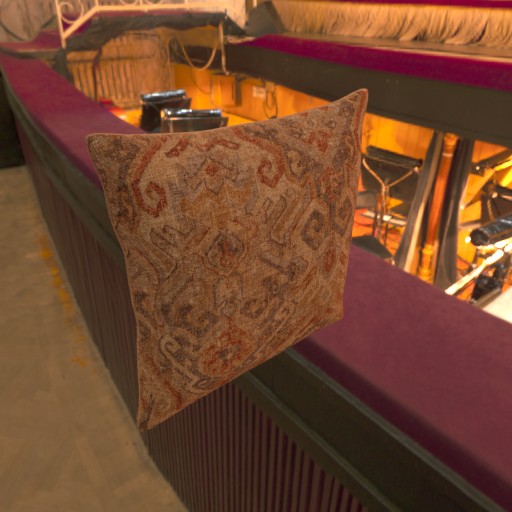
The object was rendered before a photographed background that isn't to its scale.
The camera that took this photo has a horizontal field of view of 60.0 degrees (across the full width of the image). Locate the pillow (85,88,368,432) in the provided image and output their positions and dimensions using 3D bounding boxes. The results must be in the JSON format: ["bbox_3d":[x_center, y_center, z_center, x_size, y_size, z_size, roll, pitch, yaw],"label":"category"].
[{"bbox_3d":[0.000,0.000,0.779,0.523,0.506,0.166,-22,36,-33],"label":"pillow"}]
